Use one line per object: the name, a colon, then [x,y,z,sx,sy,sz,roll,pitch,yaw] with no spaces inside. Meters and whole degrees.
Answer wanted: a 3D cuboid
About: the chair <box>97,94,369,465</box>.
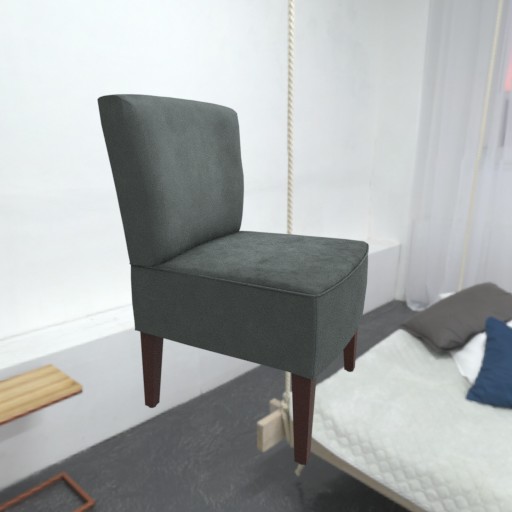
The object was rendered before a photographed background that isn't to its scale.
chair: [0.000,0.000,1.178,0.554,0.806,0.521,7,17,24]
